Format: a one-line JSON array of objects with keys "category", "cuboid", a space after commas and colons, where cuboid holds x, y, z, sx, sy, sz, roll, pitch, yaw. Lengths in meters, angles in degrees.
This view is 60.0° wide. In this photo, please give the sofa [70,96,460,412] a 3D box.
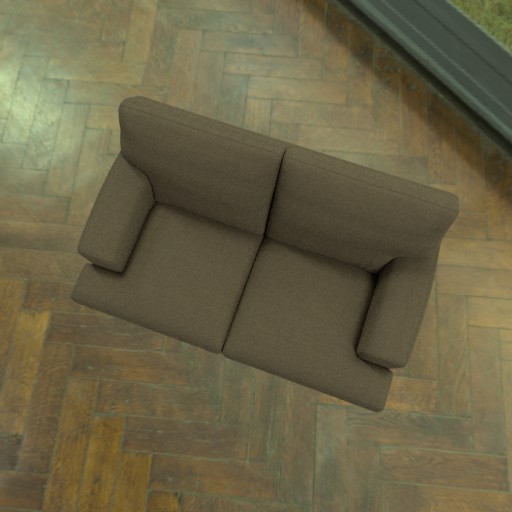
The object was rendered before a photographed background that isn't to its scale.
[{"category": "sofa", "cuboid": [0.000, 0.000, 2.462, 1.869, 0.950, 1.140, 19, 75, 5]}]
